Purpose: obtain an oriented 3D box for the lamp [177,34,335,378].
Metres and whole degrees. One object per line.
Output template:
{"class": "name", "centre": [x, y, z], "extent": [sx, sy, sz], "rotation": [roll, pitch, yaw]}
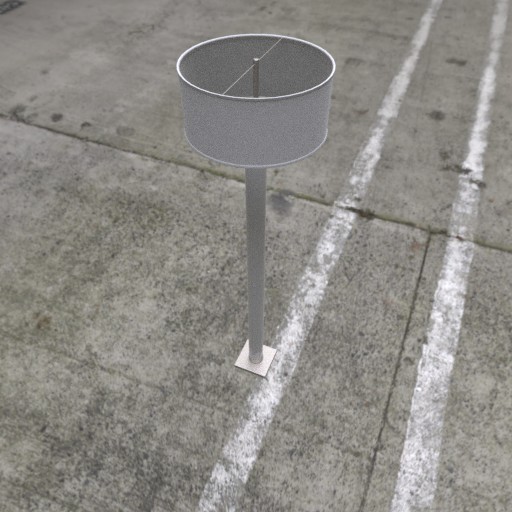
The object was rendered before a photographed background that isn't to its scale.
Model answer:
{"class": "lamp", "centre": [0.000, 0.000, 1.690], "extent": [0.420, 1.475, 0.420], "rotation": [17, 48, 16]}
